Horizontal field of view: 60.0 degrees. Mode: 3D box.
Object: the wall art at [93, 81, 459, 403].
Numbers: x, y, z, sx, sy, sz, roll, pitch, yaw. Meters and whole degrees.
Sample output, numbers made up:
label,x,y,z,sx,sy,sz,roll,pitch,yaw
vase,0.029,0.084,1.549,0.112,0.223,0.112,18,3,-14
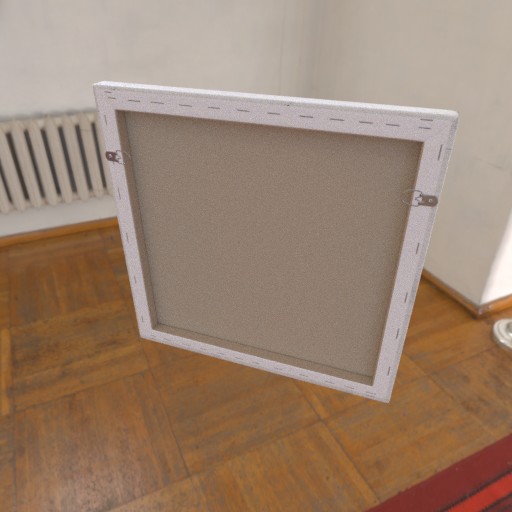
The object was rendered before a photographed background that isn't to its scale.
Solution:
label,x,y,z,sx,sy,sz,roll,pitch,yaw
wall art,0.000,0.000,1.093,0.762,0.762,0.038,11,35,16
